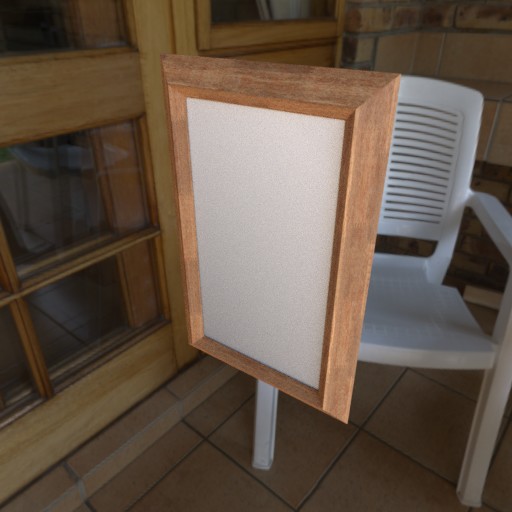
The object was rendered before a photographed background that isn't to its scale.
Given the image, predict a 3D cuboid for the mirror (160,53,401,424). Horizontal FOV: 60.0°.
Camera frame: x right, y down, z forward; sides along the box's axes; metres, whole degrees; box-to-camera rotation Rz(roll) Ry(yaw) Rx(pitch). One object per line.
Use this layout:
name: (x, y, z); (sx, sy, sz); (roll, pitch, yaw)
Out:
mirror: (0.000, 0.000, 1.256); (0.651, 1.010, 0.047); (19, 35, 29)
